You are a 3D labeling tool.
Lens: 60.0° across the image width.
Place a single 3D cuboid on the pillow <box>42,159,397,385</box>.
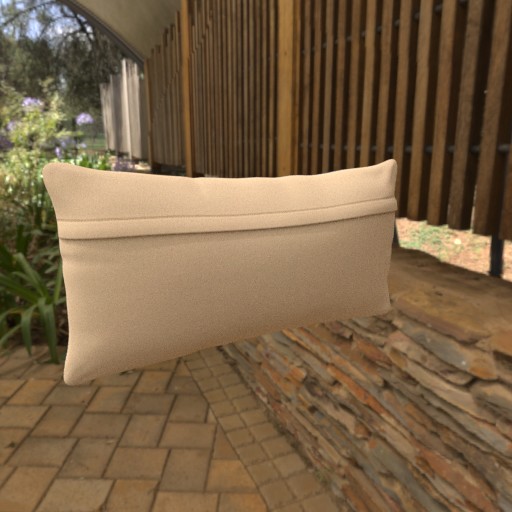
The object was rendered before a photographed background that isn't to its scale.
[{"bbox_3d":[0.000,0.000,0.720,0.604,0.307,0.148,-7,16,-27],"label":"pillow"}]
